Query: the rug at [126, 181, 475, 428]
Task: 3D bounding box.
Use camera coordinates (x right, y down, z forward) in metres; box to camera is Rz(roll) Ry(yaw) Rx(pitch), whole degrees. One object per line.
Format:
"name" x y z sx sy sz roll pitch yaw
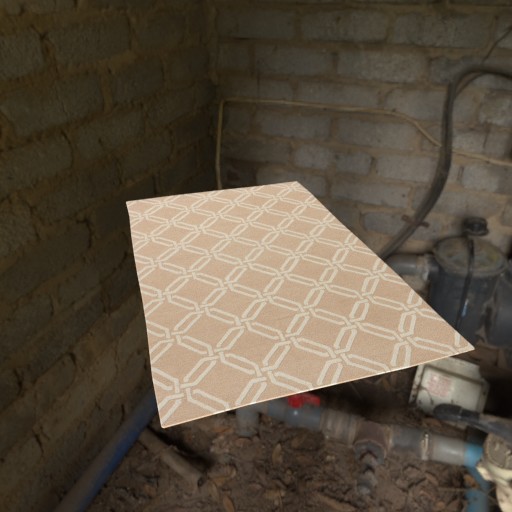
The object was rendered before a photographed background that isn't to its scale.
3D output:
"rug" 0.000 0.000 2.180 1.146 0.010 1.745 -9 32 -15
